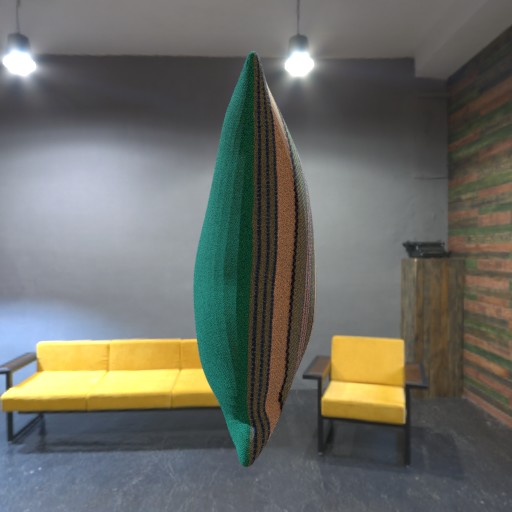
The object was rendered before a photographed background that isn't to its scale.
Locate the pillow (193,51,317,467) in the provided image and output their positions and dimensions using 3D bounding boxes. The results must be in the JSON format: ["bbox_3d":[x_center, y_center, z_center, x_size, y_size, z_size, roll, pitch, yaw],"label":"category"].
[{"bbox_3d":[0.000,0.000,0.677,0.182,0.441,0.440,0,1,0],"label":"pillow"}]
